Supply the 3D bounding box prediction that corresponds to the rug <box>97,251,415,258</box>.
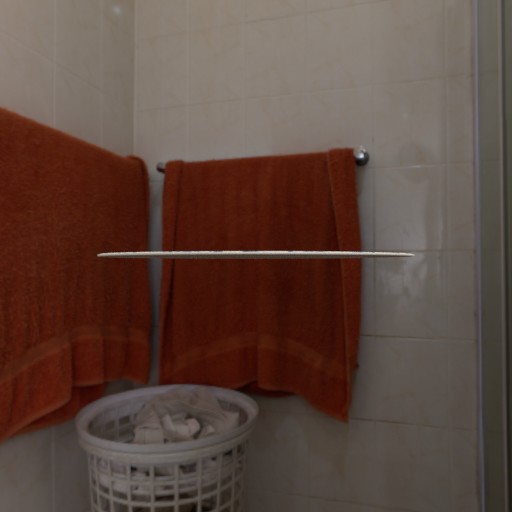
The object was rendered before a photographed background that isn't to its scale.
[{"bbox_3d":[0.000,0.000,2.363,1.593,0.012,1.593,0,-1,0],"label":"rug"}]
